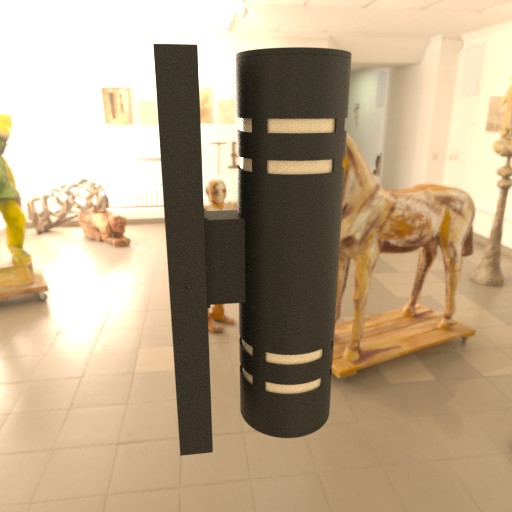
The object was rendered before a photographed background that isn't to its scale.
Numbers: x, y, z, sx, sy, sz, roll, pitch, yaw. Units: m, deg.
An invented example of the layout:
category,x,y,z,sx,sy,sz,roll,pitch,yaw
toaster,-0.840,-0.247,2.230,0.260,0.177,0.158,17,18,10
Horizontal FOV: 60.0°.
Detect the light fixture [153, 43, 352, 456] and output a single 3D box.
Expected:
category,x,y,z,sx,sy,sz,roll,pitch,yaw
light fixture,0.000,0.000,0.397,0.149,0.330,0.105,-3,18,-8
